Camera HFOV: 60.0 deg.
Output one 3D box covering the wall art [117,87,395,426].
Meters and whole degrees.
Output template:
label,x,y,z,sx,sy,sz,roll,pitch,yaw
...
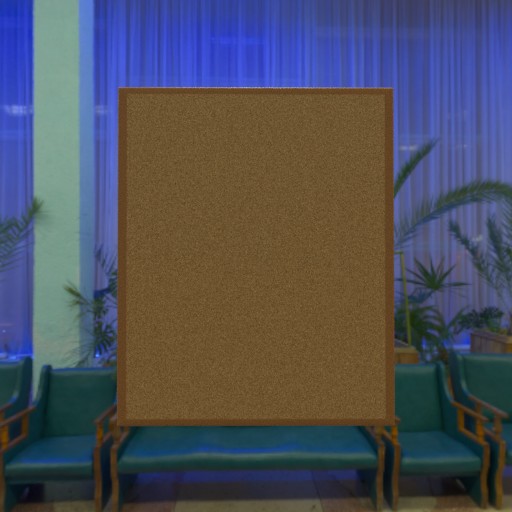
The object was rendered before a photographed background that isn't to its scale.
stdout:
label,x,y,z,sx,sy,sz,roll,pitch,yaw
wall art,0.000,0.000,0.733,0.452,0.553,0.022,0,-1,0
